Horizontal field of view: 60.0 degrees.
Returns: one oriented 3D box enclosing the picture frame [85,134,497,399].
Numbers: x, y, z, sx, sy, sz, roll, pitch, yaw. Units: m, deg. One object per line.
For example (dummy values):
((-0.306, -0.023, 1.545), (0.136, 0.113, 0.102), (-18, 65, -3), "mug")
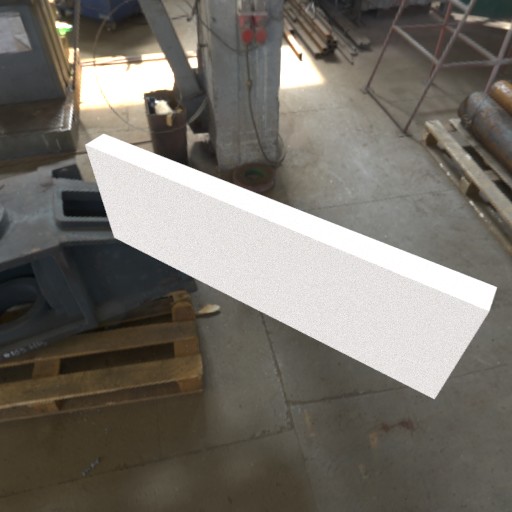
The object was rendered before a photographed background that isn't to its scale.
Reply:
((0.000, 0.000, 0.830), (0.759, 0.250, 0.050), (24, 51, 22), "picture frame")
